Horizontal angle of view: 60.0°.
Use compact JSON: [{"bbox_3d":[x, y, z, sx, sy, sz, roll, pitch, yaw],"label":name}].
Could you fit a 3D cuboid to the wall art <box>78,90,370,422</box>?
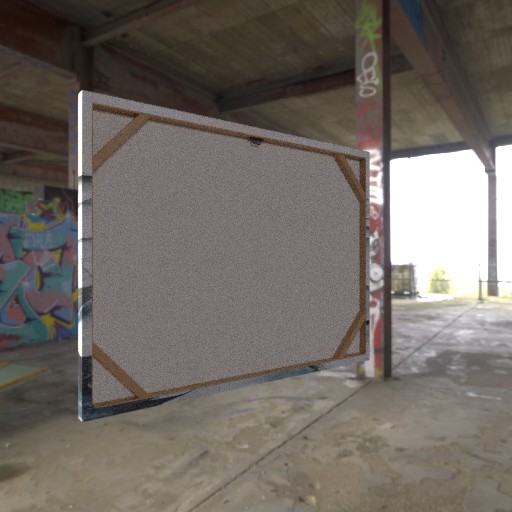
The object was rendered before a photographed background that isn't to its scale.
[{"bbox_3d":[0.000,0.000,1.596,1.219,0.915,0.039,0,0,-37],"label":"wall art"}]
